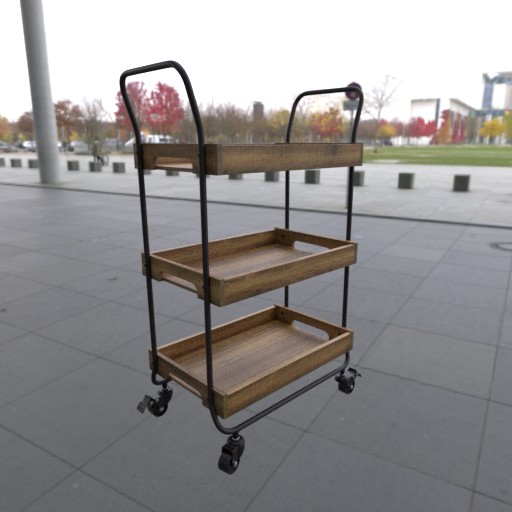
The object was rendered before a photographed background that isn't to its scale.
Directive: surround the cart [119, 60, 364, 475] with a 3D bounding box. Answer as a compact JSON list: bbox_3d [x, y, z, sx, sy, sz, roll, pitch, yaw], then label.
[{"bbox_3d":[0.000,0.000,1.146,0.583,0.857,0.339,-14,20,-42],"label":"cart"}]
